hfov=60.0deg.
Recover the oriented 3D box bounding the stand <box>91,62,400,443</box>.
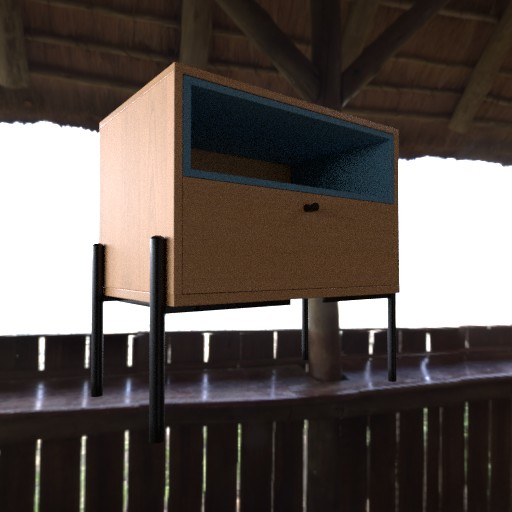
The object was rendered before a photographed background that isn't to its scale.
[{"bbox_3d":[0.000,0.000,1.005,0.630,0.600,0.400,1,-2,-37],"label":"stand"}]
